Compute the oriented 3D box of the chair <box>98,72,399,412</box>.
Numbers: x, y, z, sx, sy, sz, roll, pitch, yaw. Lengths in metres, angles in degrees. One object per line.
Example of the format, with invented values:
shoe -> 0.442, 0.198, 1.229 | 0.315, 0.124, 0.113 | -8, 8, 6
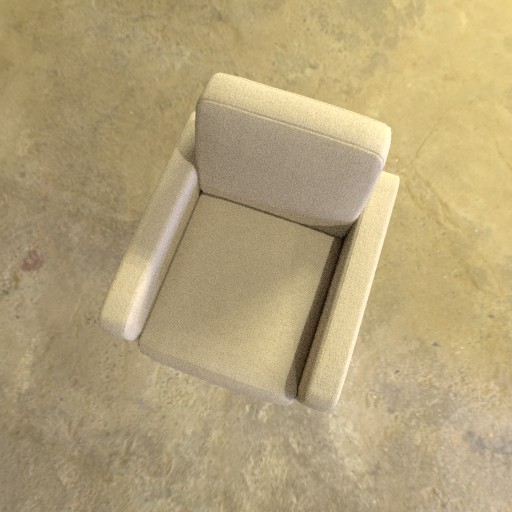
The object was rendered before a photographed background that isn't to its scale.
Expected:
chair -> 0.000, 0.000, 1.510 | 0.755, 0.827, 0.888 | 19, 77, 4
